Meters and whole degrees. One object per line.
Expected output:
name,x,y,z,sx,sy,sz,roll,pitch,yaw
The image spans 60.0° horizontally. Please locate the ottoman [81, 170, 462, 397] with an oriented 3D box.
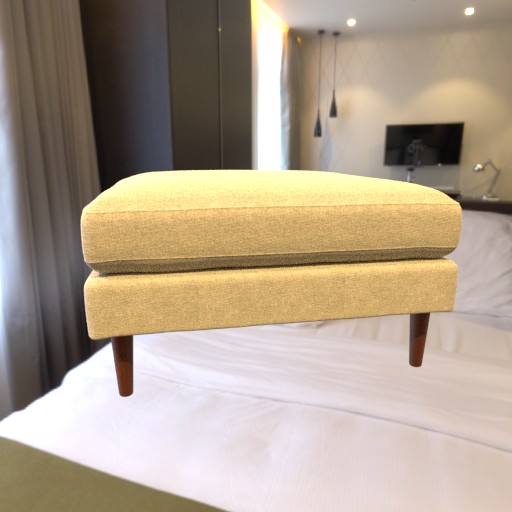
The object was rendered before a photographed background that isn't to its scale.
ottoman,0.000,0.000,1.261,0.821,0.474,0.693,-3,14,-11
